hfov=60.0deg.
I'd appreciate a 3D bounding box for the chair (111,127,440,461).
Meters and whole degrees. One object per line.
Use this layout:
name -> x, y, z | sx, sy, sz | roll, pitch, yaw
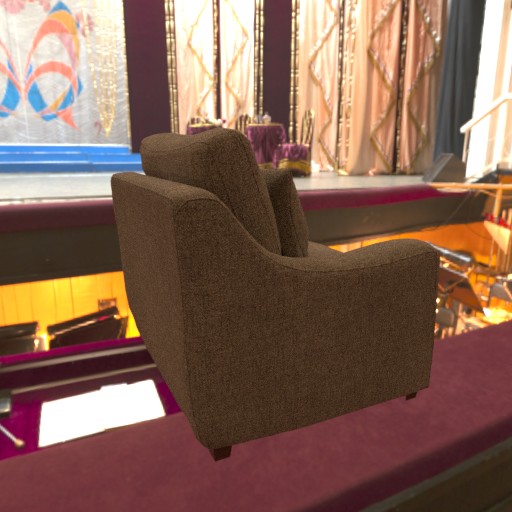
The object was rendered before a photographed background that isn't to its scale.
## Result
chair -> 0.000, 0.000, 1.903 | 1.009, 1.037, 1.138 | -7, 15, -25
